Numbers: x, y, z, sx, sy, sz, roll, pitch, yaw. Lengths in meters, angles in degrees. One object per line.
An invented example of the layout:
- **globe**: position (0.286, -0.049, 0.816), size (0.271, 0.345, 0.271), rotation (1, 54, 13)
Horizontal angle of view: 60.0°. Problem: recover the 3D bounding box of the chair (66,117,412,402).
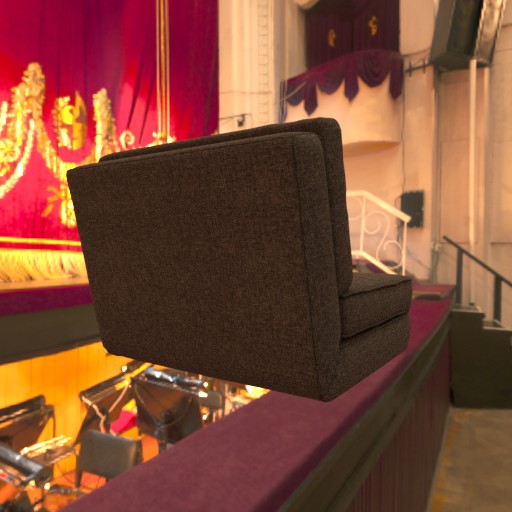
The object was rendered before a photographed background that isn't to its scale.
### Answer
- **chair**: position (0.000, 0.000, 1.329), size (0.740, 0.615, 0.800), rotation (1, 2, 34)
